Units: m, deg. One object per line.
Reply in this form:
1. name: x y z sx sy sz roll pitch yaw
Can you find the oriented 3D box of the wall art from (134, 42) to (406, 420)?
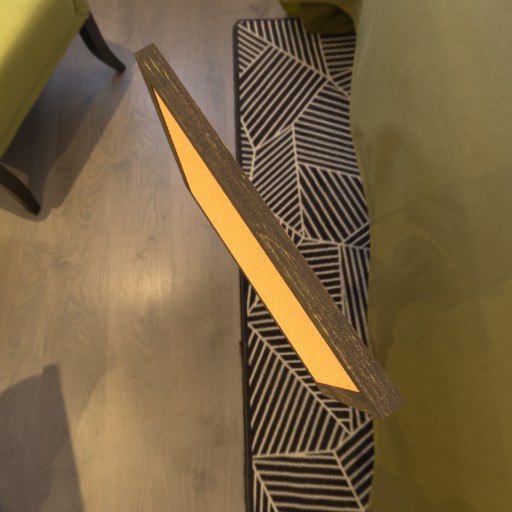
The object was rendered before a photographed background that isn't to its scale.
1. wall art: 0.000 0.000 0.766 0.032 0.457 0.558 -32 78 -8
